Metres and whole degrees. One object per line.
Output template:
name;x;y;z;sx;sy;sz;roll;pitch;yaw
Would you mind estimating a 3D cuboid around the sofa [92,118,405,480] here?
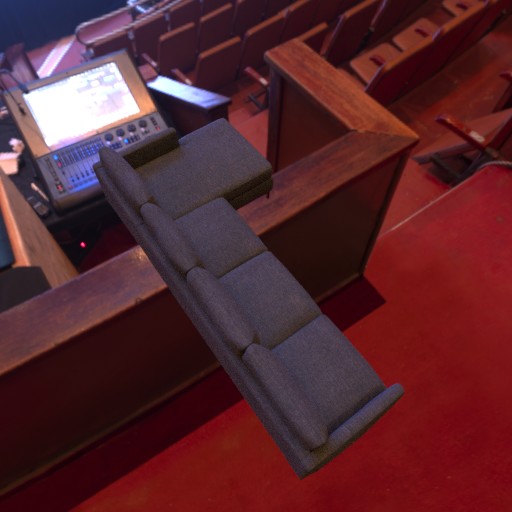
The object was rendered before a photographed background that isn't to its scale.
sofa;0.000;0.000;3.475;1.350;0.810;2.932;-31;64;-18
